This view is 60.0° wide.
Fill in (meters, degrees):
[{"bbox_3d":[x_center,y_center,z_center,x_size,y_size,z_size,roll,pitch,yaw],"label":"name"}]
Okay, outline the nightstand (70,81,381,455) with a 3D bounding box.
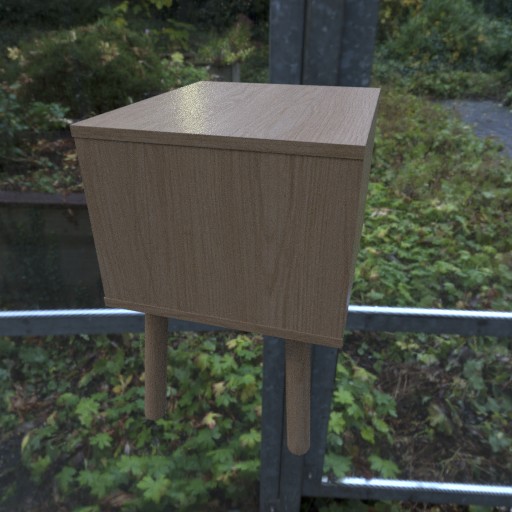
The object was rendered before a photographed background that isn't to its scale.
[{"bbox_3d":[0.000,0.000,0.862,0.380,0.571,0.450,8,30,14],"label":"nightstand"}]
